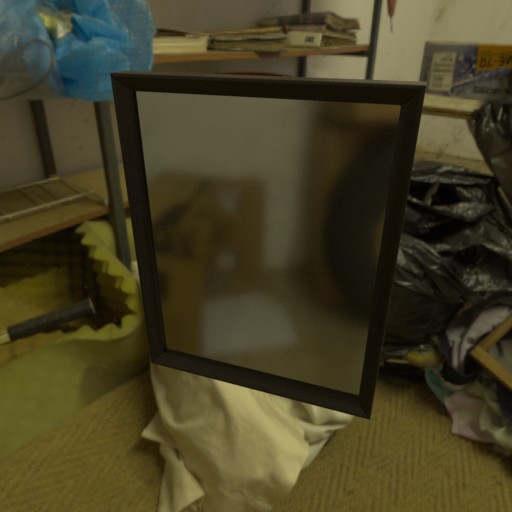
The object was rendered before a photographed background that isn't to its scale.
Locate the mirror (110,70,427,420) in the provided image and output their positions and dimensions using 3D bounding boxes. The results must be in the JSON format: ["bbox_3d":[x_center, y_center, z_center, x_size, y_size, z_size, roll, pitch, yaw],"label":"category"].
[{"bbox_3d":[0.000,0.000,0.675,0.406,0.509,0.041,9,29,17],"label":"mirror"}]
